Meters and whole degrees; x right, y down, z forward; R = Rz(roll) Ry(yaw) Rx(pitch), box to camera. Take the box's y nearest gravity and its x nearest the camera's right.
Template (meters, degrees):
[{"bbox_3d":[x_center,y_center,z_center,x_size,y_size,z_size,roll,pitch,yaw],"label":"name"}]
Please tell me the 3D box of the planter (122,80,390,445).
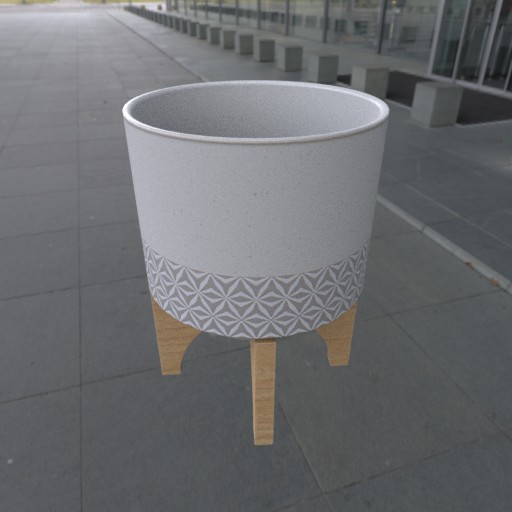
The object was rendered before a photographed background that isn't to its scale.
[{"bbox_3d":[0.000,0.000,0.388,0.188,0.260,0.188,0,31,0],"label":"planter"}]
